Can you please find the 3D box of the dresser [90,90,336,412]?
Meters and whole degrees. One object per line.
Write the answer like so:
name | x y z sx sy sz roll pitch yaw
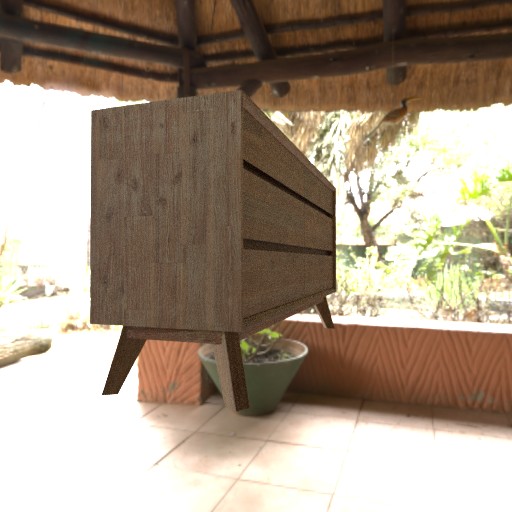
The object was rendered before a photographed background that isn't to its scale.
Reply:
dresser | 0.000 0.000 1.903 0.455 0.805 1.554 0 -1 19
